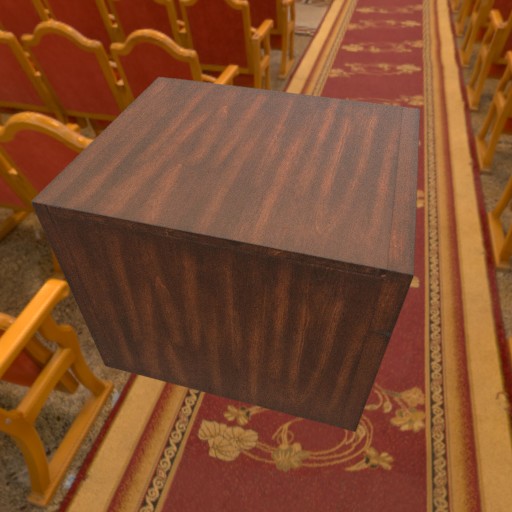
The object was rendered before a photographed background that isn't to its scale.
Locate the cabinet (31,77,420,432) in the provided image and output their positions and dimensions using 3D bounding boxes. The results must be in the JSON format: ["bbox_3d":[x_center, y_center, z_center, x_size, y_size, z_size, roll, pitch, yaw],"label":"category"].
[{"bbox_3d":[0.000,0.000,0.829,0.500,0.455,0.402,11,46,11],"label":"cabinet"}]
